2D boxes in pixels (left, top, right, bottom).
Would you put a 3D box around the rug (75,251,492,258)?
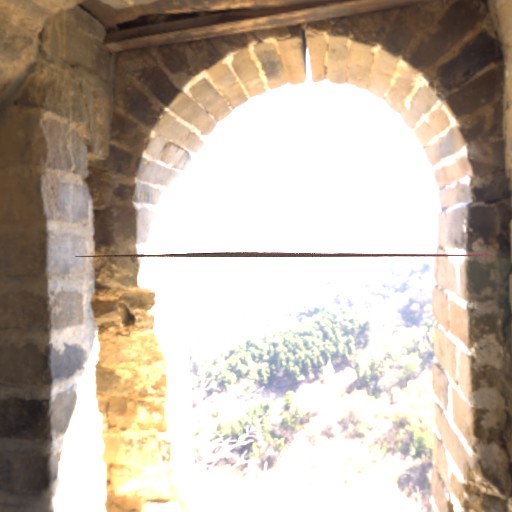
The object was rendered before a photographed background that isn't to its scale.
[{"bbox_3d":[0.000,0.000,3.873,2.300,0.012,2.929,0,-1,-36],"label":"rug"}]
